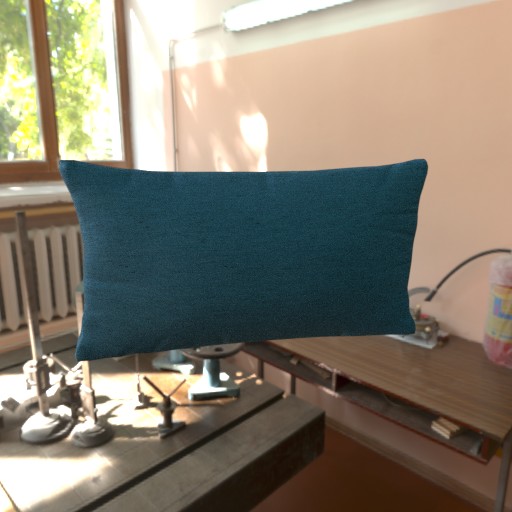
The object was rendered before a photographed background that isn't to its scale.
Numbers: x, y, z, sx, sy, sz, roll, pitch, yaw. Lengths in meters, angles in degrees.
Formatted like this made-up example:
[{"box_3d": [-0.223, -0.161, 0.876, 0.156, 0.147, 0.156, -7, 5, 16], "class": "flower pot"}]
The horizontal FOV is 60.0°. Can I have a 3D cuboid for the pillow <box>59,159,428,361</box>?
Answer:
[{"box_3d": [0.000, 0.000, 0.790, 0.633, 0.338, 0.210, -3, 14, -11], "class": "pillow"}]
